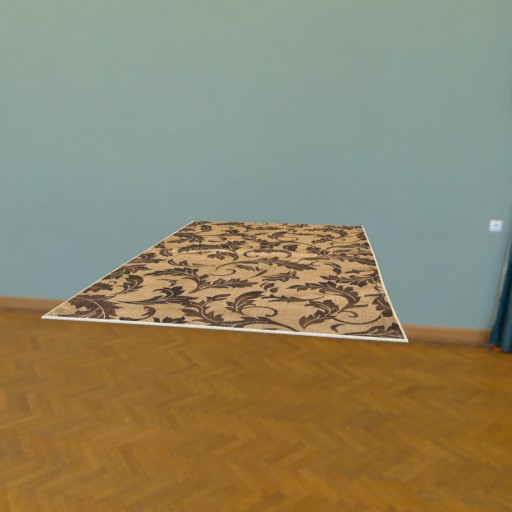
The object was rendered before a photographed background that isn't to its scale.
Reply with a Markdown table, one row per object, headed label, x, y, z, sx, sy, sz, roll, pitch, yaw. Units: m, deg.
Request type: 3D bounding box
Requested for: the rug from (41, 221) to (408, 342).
| label | x | y | z | sx | sy | sz | roll | pitch | yaw |
| --- | --- | --- | --- | --- | --- | --- | --- | --- | --- |
| rug | 0.000 | 0.000 | 2.868 | 1.522 | 0.008 | 2.284 | 2 | 15 | 8 |
